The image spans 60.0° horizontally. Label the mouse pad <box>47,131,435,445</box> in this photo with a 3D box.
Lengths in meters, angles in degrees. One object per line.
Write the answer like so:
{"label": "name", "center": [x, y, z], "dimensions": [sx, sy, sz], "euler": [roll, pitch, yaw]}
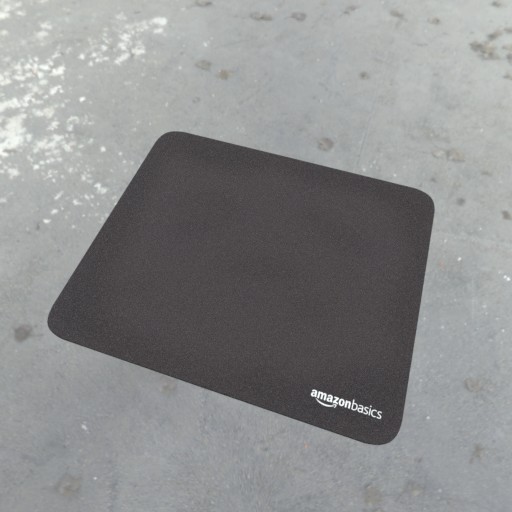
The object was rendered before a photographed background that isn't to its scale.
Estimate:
{"label": "mouse pad", "center": [0.000, 0.000, 0.338], "dimensions": [0.249, 0.002, 0.211], "euler": [16, 60, 10]}
